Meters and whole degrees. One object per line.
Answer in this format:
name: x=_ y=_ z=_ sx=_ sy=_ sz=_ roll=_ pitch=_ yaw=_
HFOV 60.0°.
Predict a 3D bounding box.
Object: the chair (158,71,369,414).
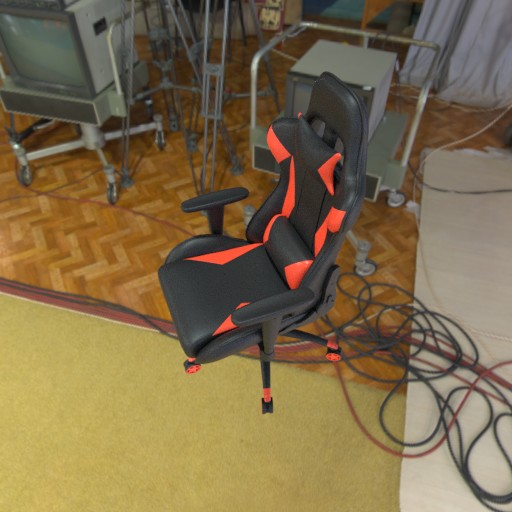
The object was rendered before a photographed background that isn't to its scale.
chair: x=0.000 y=0.000 z=1.698 sx=0.730 sy=1.282 sz=0.695 roll=-16 pitch=48 yaw=-15
